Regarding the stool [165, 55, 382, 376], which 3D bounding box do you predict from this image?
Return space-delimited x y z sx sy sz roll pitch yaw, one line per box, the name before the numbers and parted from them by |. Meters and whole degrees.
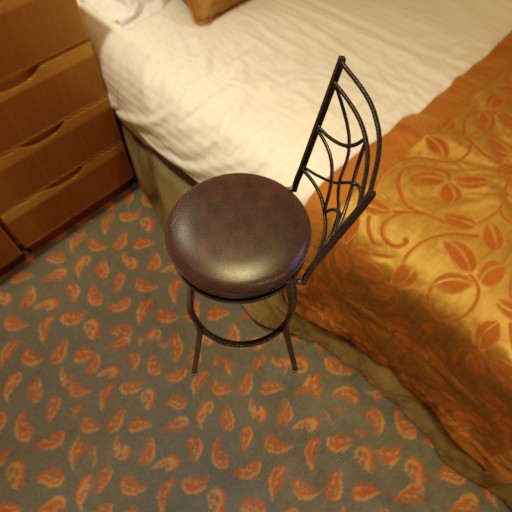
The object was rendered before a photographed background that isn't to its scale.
stool | 0.000 0.000 1.424 0.534 1.117 0.434 -2 58 -1
